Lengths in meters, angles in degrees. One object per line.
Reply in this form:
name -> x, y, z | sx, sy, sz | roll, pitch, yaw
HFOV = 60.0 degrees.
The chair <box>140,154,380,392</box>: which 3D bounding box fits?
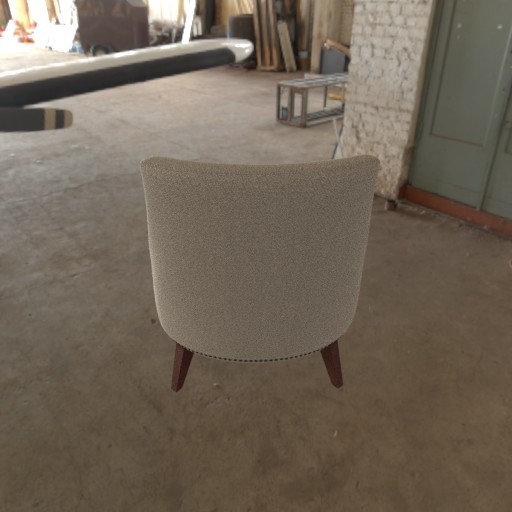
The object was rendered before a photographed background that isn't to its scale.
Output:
chair -> 0.000, 0.000, 1.534 | 0.701, 0.909, 0.861 | -1, 29, -1
